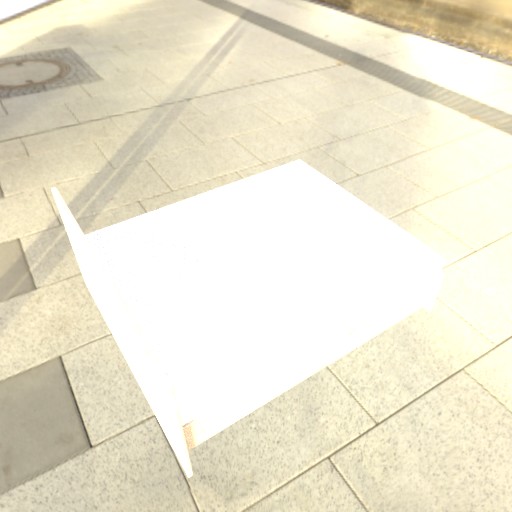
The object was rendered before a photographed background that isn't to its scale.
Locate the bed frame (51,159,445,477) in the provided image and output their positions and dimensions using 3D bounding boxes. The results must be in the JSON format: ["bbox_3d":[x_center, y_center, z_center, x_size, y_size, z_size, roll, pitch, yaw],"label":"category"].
[{"bbox_3d":[0.000,0.000,3.119,2.080,0.900,1.800,-24,47,-24],"label":"bed frame"}]
